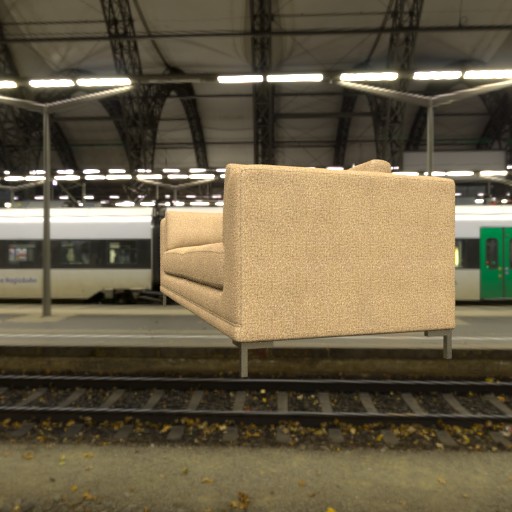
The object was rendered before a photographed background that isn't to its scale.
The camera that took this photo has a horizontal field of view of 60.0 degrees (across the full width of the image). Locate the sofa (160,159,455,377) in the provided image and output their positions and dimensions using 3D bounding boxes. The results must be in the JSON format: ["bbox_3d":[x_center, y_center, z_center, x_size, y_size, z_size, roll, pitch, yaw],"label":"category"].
[{"bbox_3d":[0.000,0.000,2.848,0.969,0.867,2.415,0,0,-18],"label":"sofa"}]
